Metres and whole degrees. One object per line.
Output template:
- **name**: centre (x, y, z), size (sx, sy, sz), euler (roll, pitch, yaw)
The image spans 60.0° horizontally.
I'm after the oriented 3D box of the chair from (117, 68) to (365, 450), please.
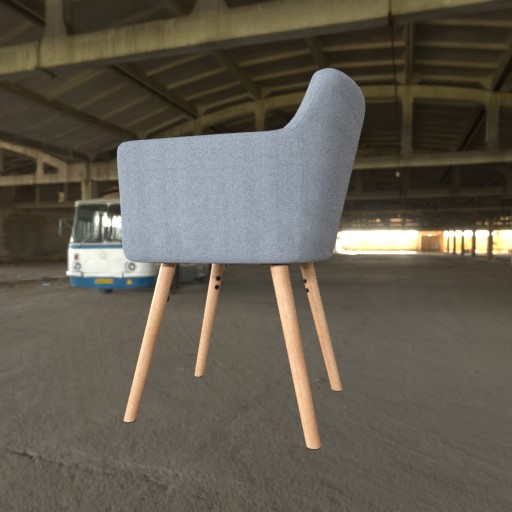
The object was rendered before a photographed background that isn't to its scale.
- **chair**: centre (0.000, 0.000, 1.143), size (0.540, 0.780, 0.570), euler (1, 2, 18)
